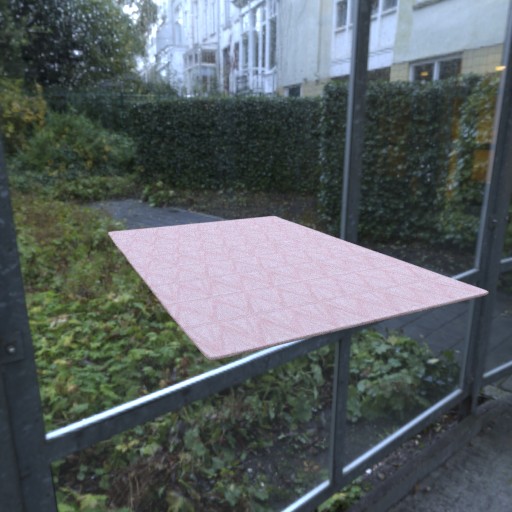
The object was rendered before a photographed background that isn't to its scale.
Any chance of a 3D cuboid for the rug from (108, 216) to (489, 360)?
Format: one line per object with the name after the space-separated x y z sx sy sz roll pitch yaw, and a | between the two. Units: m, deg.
0.000 0.000 3.030 1.609 0.015 2.390 -8 18 -26 | rug
